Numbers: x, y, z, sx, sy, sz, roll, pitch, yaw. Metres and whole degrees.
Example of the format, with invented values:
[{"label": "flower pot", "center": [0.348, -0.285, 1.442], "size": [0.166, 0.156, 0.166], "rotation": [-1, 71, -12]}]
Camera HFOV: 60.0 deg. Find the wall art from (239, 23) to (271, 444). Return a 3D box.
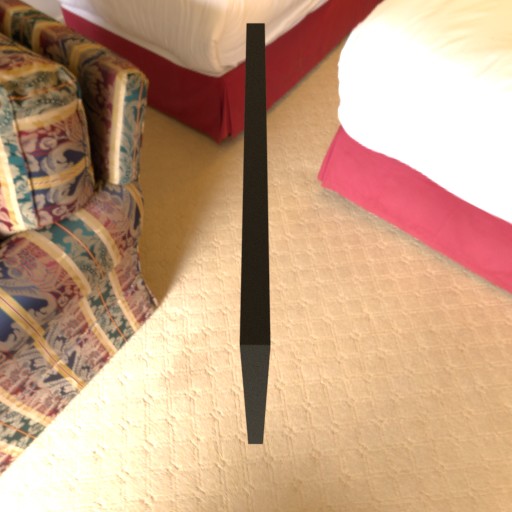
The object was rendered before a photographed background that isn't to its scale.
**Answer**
[{"label": "wall art", "center": [0.000, 0.000, 1.113], "size": [0.044, 0.758, 0.758], "rotation": [0, 58, 0]}]
